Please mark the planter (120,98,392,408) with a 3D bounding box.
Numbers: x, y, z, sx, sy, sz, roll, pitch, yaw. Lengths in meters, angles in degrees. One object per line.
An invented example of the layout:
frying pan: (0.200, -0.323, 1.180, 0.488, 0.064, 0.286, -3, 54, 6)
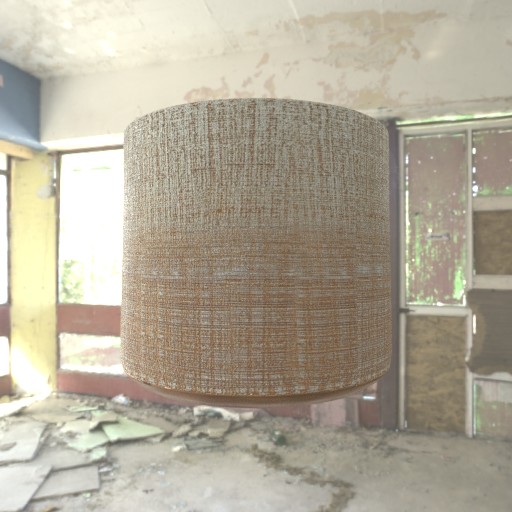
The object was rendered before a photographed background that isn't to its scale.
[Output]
planter: (0.000, 0.000, 0.186, 0.109, 0.096, 0.109, 0, 0, 0)
